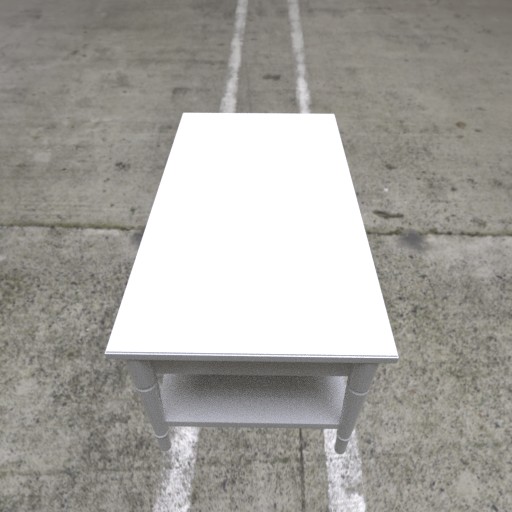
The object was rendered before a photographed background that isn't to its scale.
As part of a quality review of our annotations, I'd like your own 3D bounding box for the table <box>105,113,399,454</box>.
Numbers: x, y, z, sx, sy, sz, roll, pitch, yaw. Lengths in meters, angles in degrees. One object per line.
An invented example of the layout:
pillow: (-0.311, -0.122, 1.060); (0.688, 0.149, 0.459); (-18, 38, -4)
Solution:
table: (0.000, 0.000, 1.387); (0.559, 0.457, 1.067); (1, 42, 1)
